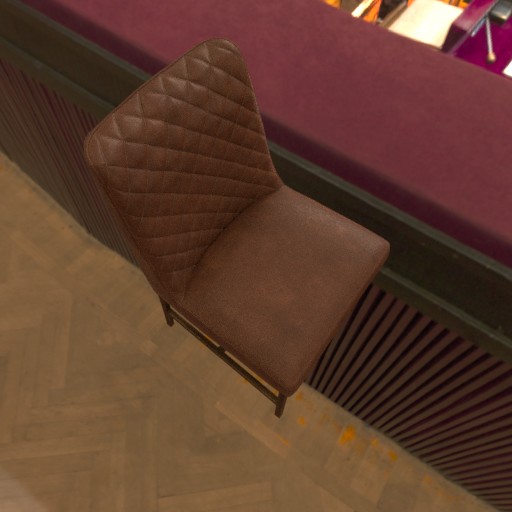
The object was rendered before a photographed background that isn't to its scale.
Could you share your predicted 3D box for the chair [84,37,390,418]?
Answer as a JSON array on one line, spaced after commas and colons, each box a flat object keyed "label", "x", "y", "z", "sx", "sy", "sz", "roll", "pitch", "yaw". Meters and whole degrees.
[{"label": "chair", "x": 0.000, "y": 0.000, "z": 1.223, "sx": 0.587, "sy": 0.889, "sz": 0.508, "roll": 33, "pitch": 66, "yaw": 17}]
